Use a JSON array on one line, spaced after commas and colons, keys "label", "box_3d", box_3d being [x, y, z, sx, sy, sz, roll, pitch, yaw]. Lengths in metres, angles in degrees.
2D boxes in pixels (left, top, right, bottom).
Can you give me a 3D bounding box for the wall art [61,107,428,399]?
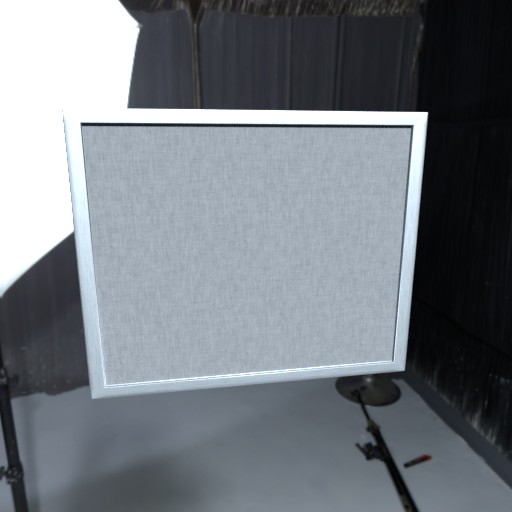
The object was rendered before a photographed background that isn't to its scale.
[{"label": "wall art", "box_3d": [0.000, 0.000, 0.732, 0.556, 0.457, 0.028, -2, 14, -10]}]
